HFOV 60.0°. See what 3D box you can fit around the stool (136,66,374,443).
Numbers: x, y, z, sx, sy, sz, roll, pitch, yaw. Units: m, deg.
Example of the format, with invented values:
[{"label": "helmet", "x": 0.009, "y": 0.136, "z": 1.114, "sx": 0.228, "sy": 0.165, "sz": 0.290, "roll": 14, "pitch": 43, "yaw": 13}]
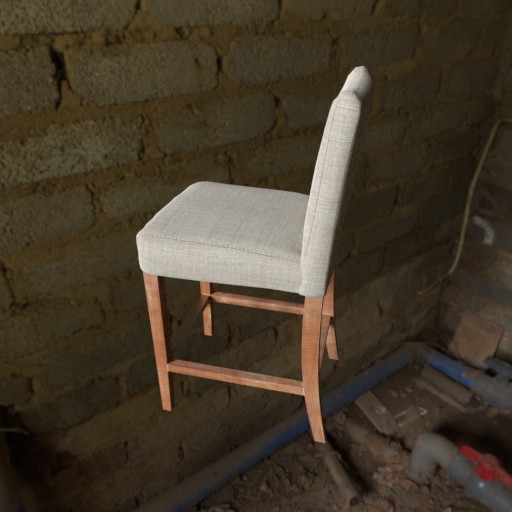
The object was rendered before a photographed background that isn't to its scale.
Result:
[{"label": "stool", "x": 0.000, "y": 0.000, "z": 1.348, "sx": 0.567, "sy": 1.039, "sz": 0.454, "roll": 8, "pitch": 31, "yaw": 13}]
